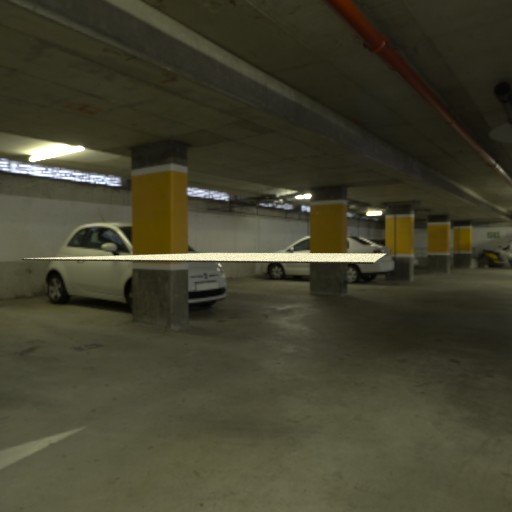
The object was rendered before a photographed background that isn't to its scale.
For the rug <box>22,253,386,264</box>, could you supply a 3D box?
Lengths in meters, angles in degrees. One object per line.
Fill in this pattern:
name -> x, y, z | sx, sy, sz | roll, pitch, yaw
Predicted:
rug -> 0.000, 0.000, 2.894 | 1.593, 0.008, 2.238 | 0, 1, 17
